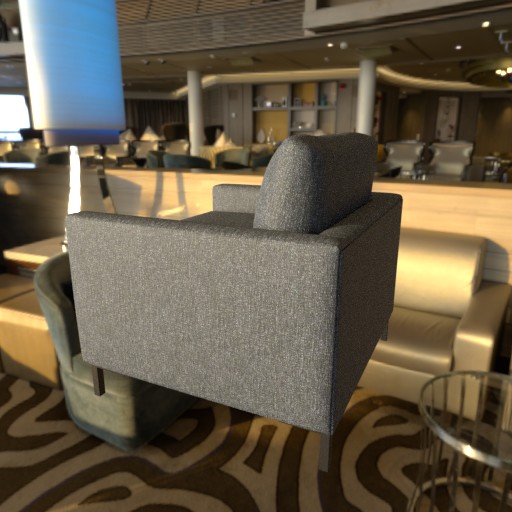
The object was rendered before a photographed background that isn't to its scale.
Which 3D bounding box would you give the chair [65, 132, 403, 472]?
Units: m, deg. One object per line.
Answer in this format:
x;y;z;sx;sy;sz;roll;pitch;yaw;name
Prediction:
0.000;0.000;1.599;0.866;0.861;0.963;7;17;25;chair
